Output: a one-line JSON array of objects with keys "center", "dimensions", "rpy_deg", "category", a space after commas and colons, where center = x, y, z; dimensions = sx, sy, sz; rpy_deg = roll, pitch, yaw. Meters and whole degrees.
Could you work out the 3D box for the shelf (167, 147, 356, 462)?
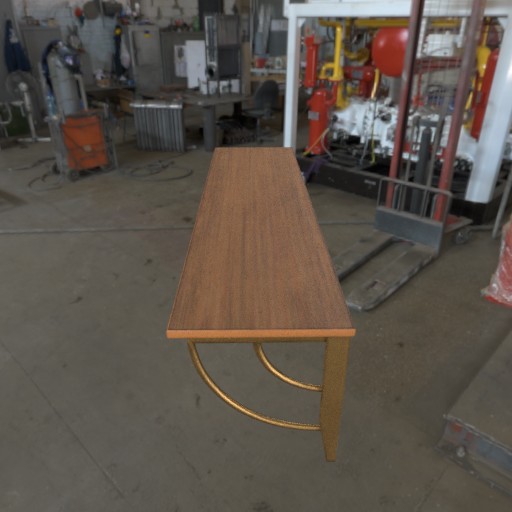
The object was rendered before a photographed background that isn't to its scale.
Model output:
[{"center": [0.000, 0.000, 0.712], "dimensions": [0.166, 0.190, 0.636], "rpy_deg": [0, 28, -1], "category": "shelf"}]
